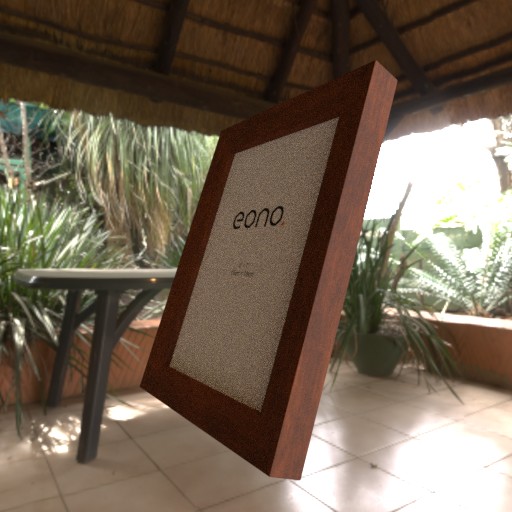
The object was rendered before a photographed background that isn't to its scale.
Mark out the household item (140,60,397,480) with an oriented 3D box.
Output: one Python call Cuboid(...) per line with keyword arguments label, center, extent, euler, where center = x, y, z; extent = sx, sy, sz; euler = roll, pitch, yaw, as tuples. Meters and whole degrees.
Cuboid(label="household item", center=(0.000, 0.000, 0.284), extent=(0.096, 0.204, 0.160), euler=(0, 0, -35))
